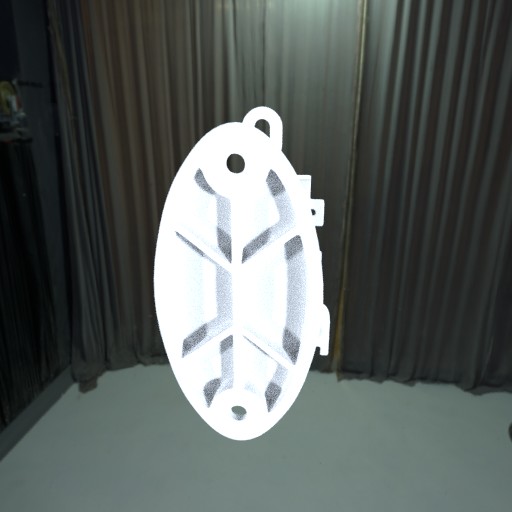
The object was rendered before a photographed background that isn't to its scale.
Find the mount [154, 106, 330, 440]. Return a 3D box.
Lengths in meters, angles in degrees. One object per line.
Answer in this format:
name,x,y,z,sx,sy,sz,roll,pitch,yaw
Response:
mount,0.000,0.000,0.184,0.066,0.118,0.100,2,18,6
